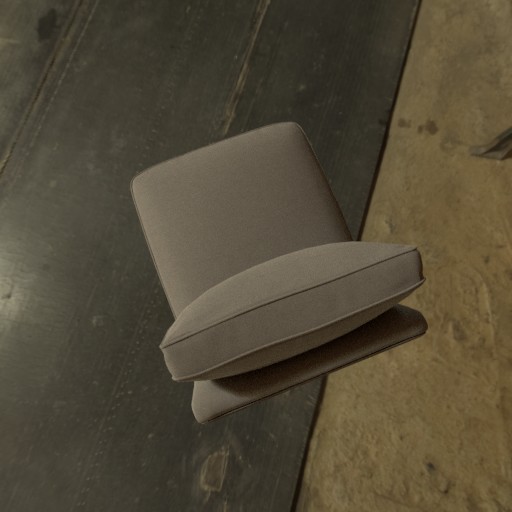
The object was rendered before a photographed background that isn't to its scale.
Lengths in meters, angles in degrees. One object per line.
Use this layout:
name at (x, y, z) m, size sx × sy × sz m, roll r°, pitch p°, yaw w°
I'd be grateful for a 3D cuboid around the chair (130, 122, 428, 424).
chair at (0.000, 0.000, 1.657) m, size 0.724 × 1.045 × 0.924 m, roll -21°, pitch 77°, yaw -5°
